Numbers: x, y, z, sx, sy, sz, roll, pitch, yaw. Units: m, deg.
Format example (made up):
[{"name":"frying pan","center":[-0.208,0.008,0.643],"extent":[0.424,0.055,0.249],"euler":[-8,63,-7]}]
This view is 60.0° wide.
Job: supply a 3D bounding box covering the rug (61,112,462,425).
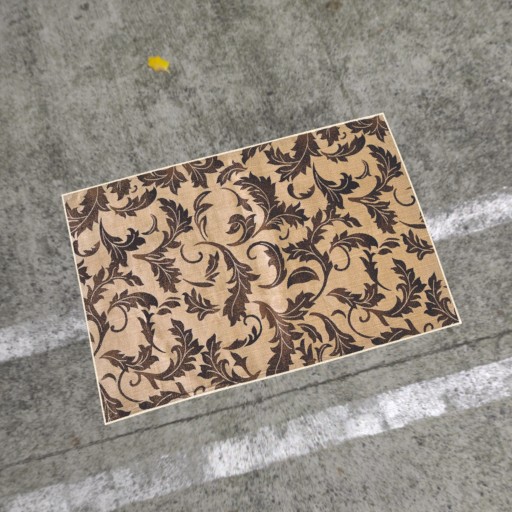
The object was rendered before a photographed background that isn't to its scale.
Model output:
[{"name":"rug","center":[0.000,0.000,2.868],"extent":[2.284,0.008,1.522],"euler":[-15,78,-3]}]
